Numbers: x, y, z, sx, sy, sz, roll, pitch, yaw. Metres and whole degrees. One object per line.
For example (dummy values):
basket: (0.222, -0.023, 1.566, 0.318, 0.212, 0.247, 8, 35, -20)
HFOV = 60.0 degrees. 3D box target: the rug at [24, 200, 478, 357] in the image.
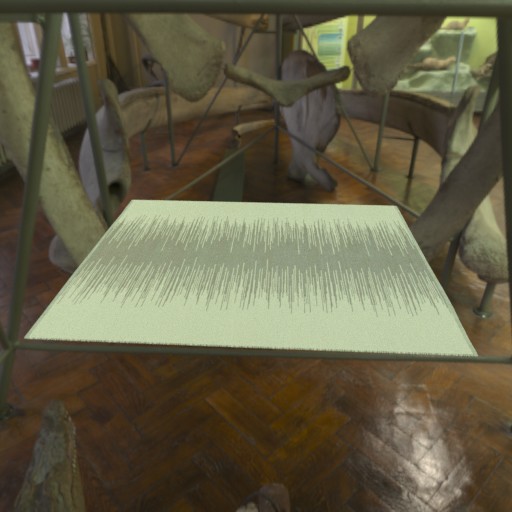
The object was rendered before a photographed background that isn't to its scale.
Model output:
rug: (0.000, 0.000, 3.997, 3.037, 0.010, 2.453, 2, 30, 3)
